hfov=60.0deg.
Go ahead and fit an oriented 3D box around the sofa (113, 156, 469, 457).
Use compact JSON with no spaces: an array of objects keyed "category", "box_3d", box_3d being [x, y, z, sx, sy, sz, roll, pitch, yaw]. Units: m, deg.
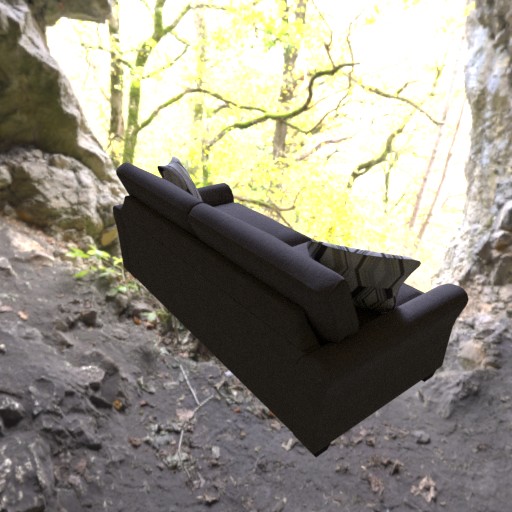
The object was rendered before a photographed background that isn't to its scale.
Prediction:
[{"category":"sofa","box_3d":[0.000,0.000,2.496,0.889,0.813,2.032,-18,32,-32]}]
